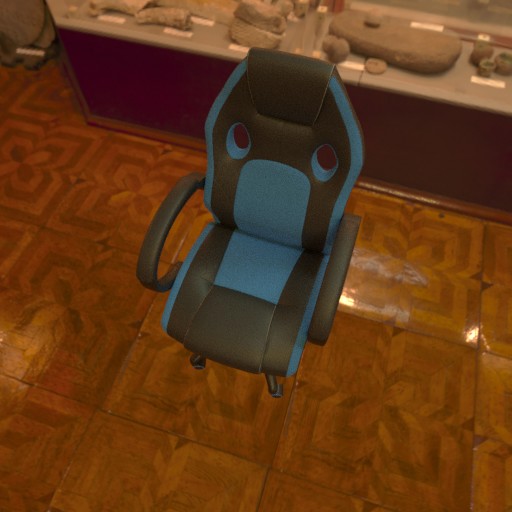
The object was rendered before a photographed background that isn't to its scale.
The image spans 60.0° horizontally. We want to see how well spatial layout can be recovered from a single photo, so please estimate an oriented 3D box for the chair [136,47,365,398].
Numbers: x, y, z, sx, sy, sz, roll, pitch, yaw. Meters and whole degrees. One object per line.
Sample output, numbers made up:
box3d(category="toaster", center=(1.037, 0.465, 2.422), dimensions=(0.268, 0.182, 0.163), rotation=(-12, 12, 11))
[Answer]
box3d(category="chair", center=(0.000, 0.000, 1.602), dimensions=(0.673, 1.187, 0.724), rotation=(17, 59, 11))
